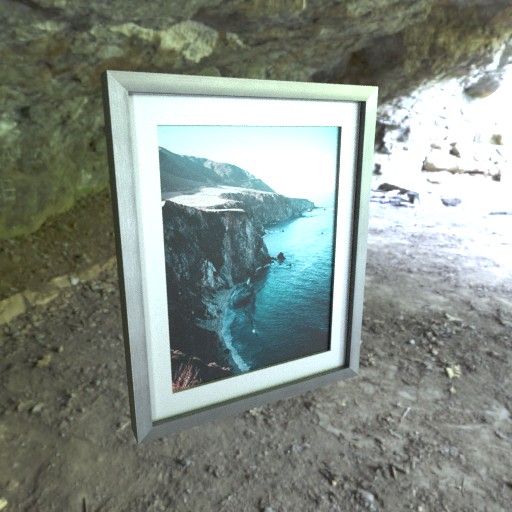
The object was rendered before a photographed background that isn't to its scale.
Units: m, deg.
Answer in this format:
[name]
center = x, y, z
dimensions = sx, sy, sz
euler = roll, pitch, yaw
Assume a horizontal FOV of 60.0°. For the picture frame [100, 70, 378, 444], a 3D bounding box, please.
[picture frame]
center = 0.000, 0.000, 0.752
dimensions = 0.449, 0.555, 0.046
euler = -8, 18, -27
